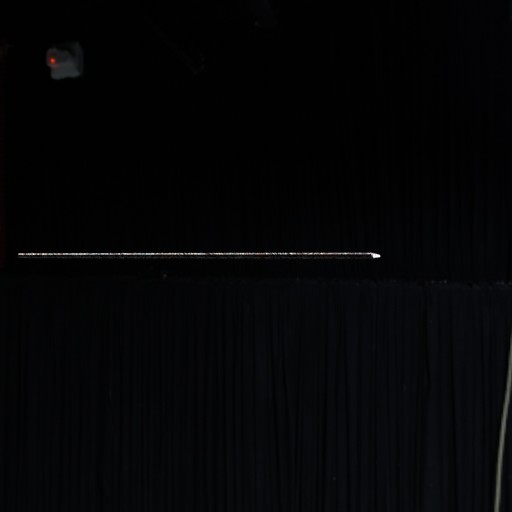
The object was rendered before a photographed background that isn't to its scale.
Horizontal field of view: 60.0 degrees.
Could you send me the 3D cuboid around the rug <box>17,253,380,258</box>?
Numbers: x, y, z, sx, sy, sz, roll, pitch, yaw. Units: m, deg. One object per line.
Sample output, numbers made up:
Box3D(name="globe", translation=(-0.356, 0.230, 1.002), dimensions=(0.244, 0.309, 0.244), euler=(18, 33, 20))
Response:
Box3D(name="rug", translation=(0.000, 0.000, 2.147), dimensions=(1.143, 0.014, 1.761), euler=(0, 0, 16))
